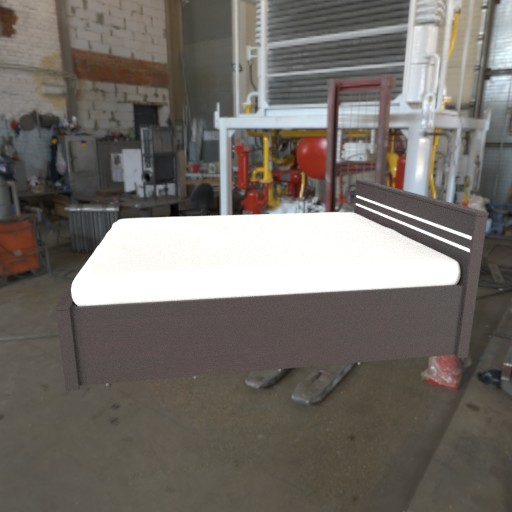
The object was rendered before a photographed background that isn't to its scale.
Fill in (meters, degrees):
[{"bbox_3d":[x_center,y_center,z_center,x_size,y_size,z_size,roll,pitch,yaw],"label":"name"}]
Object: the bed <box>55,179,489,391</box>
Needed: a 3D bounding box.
[{"bbox_3d":[0.000,0.000,2.947,2.103,0.808,1.634,-2,16,-9],"label":"bed"}]
